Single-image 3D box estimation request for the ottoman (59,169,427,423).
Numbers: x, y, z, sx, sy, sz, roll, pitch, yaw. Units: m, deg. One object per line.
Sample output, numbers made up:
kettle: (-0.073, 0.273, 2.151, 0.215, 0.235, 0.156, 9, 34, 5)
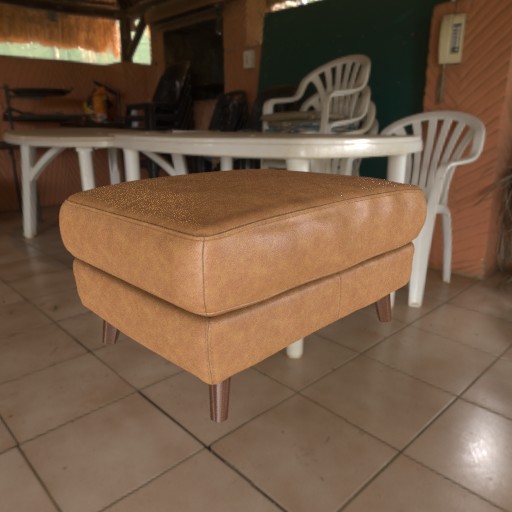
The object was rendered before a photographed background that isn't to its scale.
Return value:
ottoman: (0.000, 0.000, 1.254, 0.869, 0.461, 0.630, -16, 23, -43)
